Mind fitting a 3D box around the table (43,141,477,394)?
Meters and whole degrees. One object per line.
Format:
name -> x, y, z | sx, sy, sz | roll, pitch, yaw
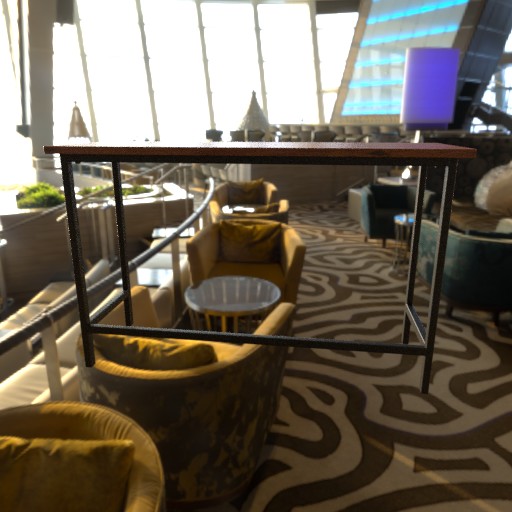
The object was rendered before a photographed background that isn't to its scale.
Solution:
table -> 0.000, 0.000, 1.515 | 1.204, 0.740, 0.408 | 2, 17, 8
